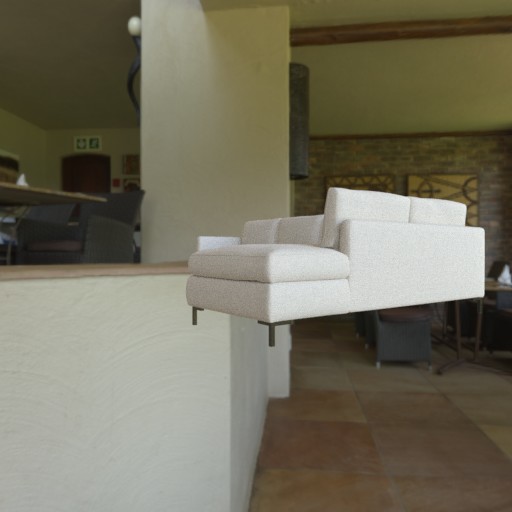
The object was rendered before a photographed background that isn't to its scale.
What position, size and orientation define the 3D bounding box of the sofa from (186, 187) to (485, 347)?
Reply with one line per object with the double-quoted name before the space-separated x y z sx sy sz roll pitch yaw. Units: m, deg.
"sofa" 0.000 0.000 3.777 2.007 0.815 2.949 0 1 -36
